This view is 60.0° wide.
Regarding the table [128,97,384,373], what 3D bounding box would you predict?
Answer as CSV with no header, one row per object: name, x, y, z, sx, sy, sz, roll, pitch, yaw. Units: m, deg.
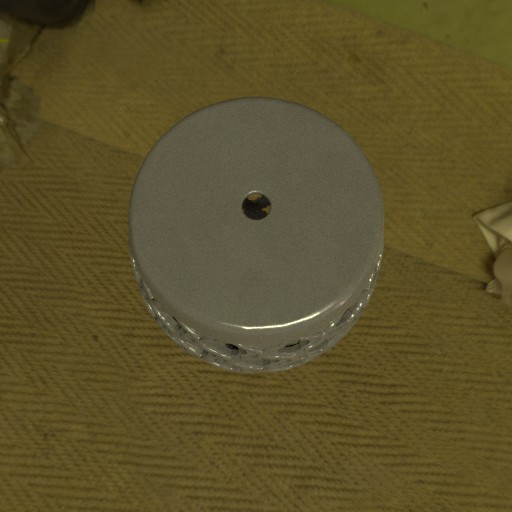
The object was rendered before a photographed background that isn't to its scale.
table,0.000,0.000,0.634,0.325,0.388,0.325,0,75,0
